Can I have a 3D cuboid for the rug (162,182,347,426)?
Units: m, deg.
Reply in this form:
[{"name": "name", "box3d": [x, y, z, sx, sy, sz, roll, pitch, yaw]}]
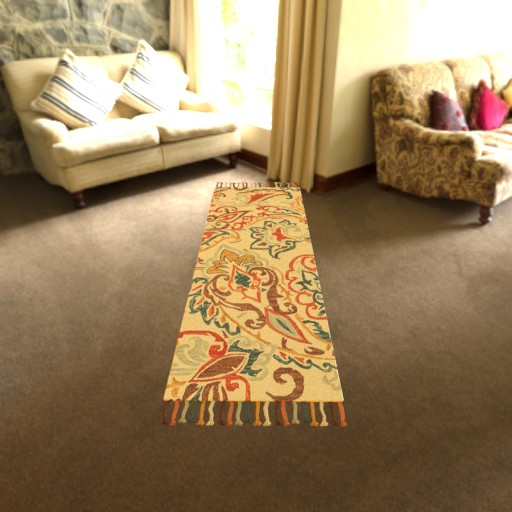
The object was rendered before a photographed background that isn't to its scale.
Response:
[{"name": "rug", "box3d": [0.000, 0.000, 2.926, 0.763, 0.015, 2.682, 0, 30, 0]}]
